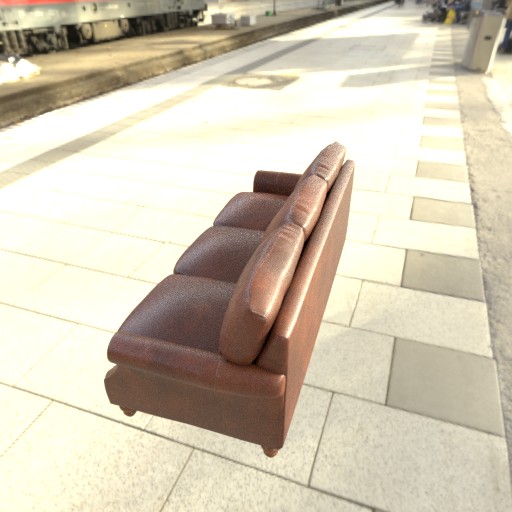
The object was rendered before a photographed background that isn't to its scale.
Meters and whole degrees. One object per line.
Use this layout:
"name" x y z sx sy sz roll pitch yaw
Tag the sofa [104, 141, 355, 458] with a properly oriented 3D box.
"sofa" 0.000 0.000 2.918 0.973 0.977 2.351 10 33 15
